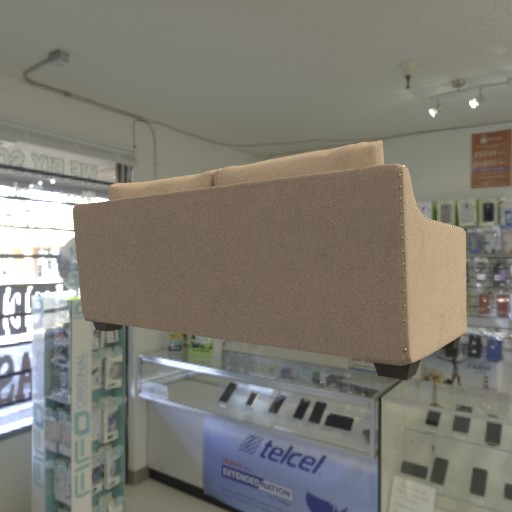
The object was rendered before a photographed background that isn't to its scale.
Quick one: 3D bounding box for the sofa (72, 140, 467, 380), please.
[{"bbox_3d":[0.000,0.000,2.457,1.967,0.901,1.030,0,0,37],"label":"sofa"}]
